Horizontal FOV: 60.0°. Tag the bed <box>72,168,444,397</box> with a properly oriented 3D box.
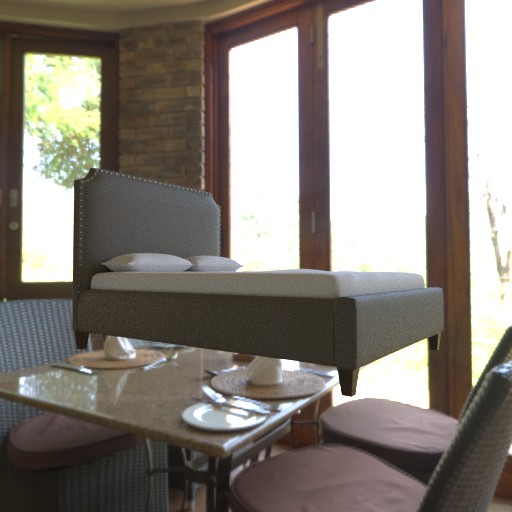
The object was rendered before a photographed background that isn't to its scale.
[{"bbox_3d":[0.000,0.000,3.458,2.372,1.443,1.712,-2,-3,36],"label":"bed"}]
